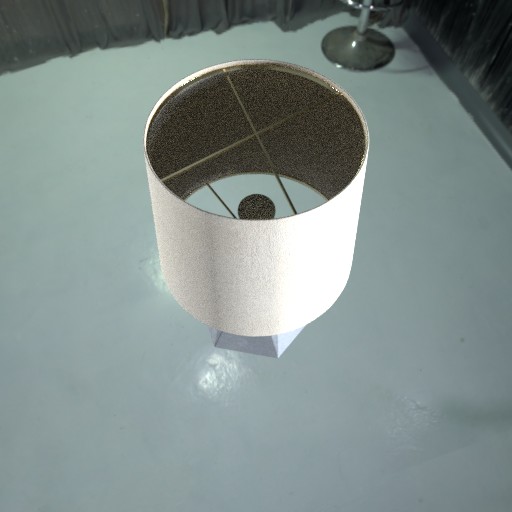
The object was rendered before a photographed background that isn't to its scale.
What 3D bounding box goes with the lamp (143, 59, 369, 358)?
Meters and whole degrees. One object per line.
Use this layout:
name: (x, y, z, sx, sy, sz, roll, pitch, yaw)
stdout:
lamp: (0.000, 0.000, 0.666, 0.276, 0.501, 0.276, 0, 59, 0)
